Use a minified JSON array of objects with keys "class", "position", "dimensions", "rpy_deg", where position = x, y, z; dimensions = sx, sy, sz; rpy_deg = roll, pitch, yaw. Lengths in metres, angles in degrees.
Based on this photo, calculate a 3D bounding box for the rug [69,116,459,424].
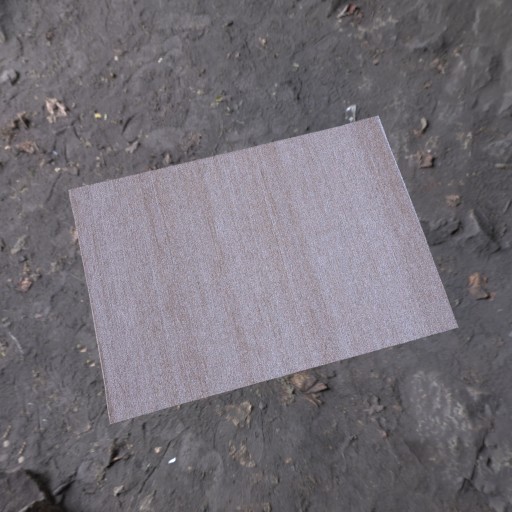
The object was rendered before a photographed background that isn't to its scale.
[{"class":"rug","position":[0.000,0.000,2.963],"dimensions":[2.283,0.030,1.596],"rpy_deg":[-14,76,-4]}]
